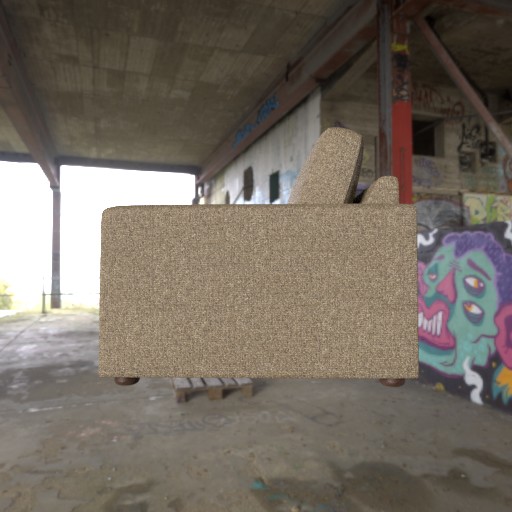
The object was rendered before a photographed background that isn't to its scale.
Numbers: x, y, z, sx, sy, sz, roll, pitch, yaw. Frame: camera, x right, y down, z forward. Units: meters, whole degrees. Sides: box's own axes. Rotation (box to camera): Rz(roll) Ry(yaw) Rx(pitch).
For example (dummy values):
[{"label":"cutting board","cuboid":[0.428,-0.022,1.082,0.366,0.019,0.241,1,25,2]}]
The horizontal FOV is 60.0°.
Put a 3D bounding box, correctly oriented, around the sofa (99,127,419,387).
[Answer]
[{"label":"sofa","cuboid":[0.000,0.000,2.153,1.016,0.873,1.616,0,-2,1]}]
